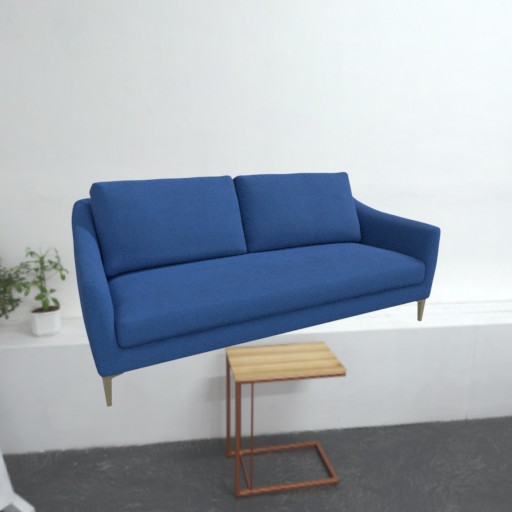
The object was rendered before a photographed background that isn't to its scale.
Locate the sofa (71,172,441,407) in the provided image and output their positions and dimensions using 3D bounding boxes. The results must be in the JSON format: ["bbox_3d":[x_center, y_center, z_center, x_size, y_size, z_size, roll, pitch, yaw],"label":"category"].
[{"bbox_3d":[0.000,0.000,2.616,2.036,0.903,0.960,-8,18,-27],"label":"sofa"}]
